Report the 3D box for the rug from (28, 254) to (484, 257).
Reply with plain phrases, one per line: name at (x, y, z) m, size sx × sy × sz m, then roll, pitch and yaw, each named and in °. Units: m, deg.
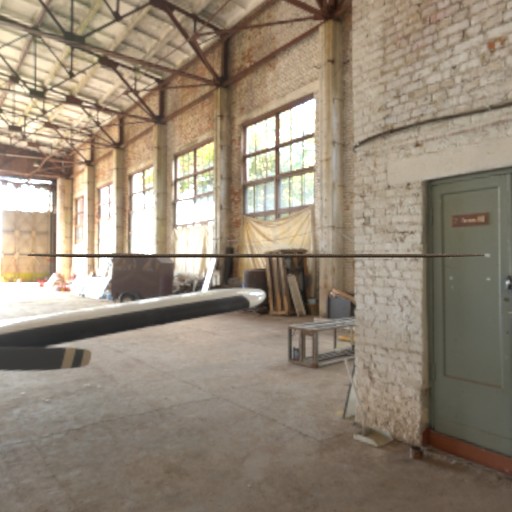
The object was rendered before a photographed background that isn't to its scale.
rug at (0.000, 0.000, 2.456) m, size 2.196 × 0.011 × 0.662 m, roll 0°, pitch -1°, yaw 0°
